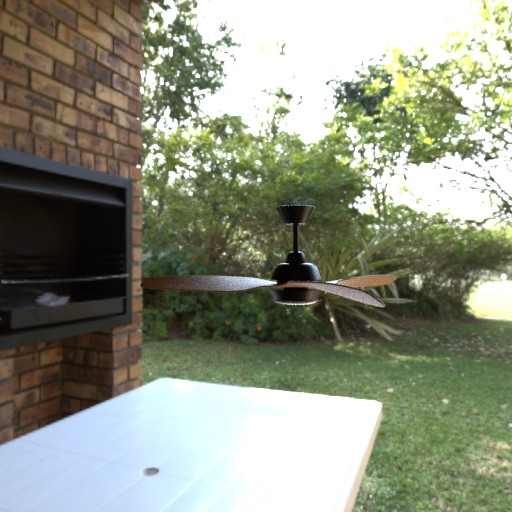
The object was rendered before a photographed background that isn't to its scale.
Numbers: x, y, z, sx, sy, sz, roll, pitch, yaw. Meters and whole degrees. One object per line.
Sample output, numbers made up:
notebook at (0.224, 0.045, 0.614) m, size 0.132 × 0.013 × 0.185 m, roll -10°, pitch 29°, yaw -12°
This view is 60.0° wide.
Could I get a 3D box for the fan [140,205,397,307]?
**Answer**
fan at (0.000, 0.000, 1.669) m, size 1.010 × 0.355 × 1.142 m, roll 0°, pitch -1°, yaw 18°
